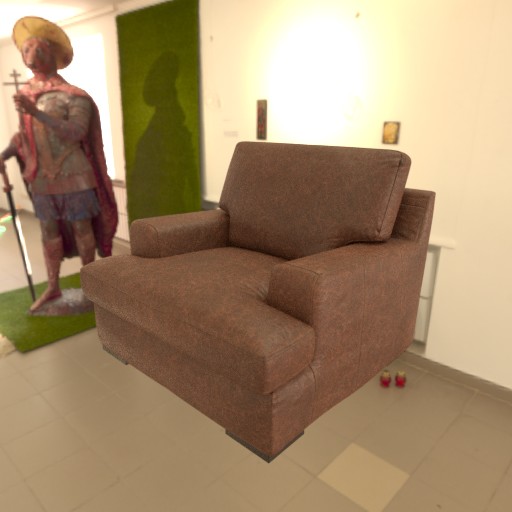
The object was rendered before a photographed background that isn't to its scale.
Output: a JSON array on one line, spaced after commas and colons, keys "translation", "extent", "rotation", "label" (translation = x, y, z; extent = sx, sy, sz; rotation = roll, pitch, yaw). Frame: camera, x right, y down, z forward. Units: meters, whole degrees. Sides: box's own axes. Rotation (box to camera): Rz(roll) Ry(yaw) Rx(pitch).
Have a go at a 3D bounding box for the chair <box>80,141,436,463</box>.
[{"translation": [0.000, 0.000, 1.986], "extent": [1.168, 0.939, 1.143], "rotation": [16, 24, 41], "label": "chair"}]
